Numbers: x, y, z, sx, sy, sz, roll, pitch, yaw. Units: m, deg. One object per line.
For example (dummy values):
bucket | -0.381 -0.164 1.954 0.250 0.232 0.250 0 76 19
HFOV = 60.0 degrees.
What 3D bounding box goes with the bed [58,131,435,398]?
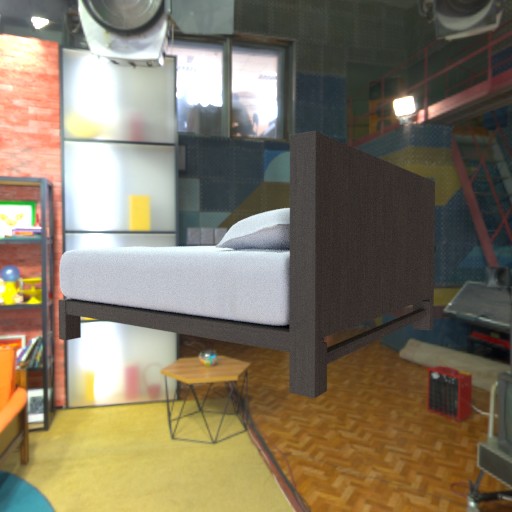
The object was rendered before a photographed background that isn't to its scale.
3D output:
bed | 0.000 0.000 3.603 2.238 1.261 2.143 1 2 36
